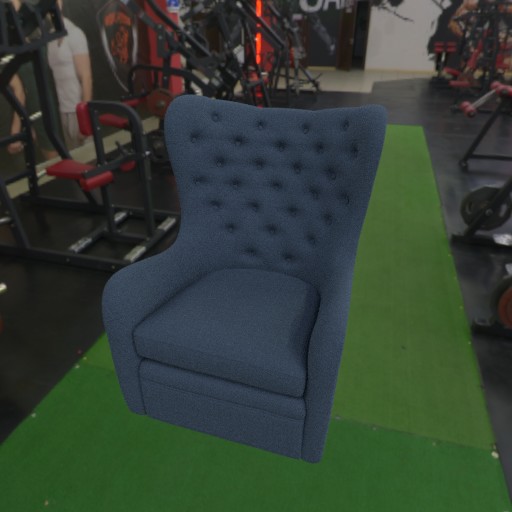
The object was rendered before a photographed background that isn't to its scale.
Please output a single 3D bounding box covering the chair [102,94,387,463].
[{"bbox_3d":[0.000,0.000,1.722,0.831,1.079,0.930,9,30,16],"label":"chair"}]
